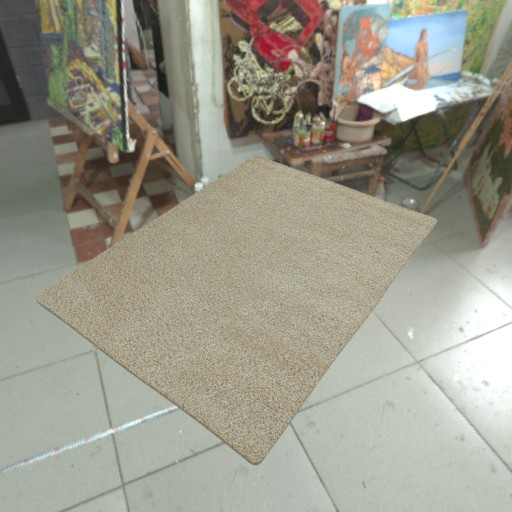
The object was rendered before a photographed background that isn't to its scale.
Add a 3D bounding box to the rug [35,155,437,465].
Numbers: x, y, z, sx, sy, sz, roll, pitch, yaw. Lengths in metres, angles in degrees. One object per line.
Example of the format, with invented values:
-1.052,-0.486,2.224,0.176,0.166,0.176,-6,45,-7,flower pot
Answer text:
0.000,0.000,2.117,1.199,0.025,1.600,26,47,27,rug
